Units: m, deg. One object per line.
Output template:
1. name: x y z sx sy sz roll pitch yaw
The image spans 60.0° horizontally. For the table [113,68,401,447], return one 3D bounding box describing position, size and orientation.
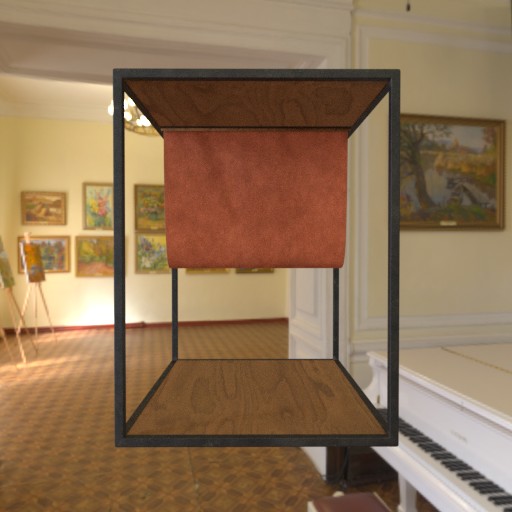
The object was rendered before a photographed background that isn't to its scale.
1. table: 0.000 0.000 0.843 0.399 0.536 0.450 0 1 0
